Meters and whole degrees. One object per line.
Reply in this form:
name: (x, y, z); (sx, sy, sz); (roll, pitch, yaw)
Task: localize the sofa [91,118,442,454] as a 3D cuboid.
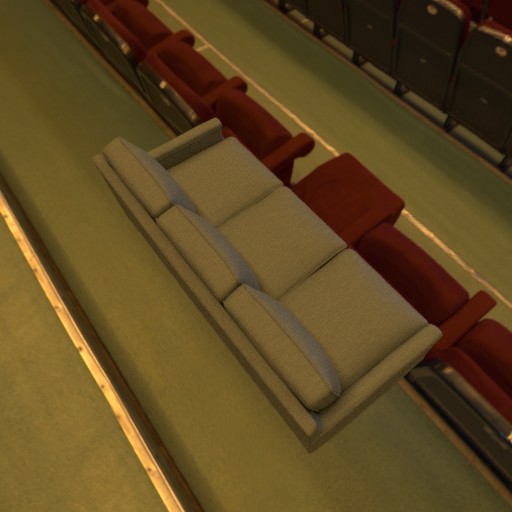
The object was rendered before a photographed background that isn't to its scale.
sofa: (0.000, 0.000, 2.898); (1.084, 1.003, 2.246); (-33, 64, -19)
